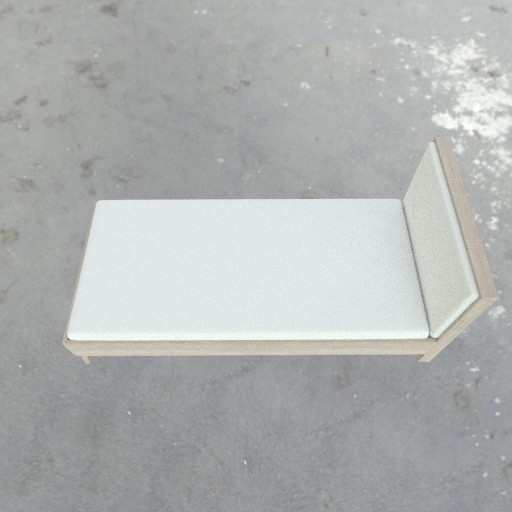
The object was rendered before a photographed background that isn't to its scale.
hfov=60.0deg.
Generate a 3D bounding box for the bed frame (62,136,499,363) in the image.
[{"bbox_3d":[0.000,0.000,2.603,2.140,0.920,0.990,0,59,0],"label":"bed frame"}]
